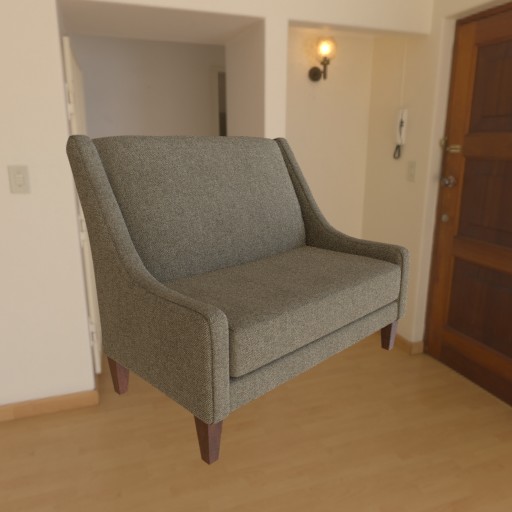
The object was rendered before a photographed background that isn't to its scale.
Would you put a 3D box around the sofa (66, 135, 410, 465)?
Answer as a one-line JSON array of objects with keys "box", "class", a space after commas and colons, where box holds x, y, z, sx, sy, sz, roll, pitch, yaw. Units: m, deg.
[{"box": [0.000, 0.000, 1.931, 0.870, 1.021, 1.242, 14, 20, 43], "class": "sofa"}]
